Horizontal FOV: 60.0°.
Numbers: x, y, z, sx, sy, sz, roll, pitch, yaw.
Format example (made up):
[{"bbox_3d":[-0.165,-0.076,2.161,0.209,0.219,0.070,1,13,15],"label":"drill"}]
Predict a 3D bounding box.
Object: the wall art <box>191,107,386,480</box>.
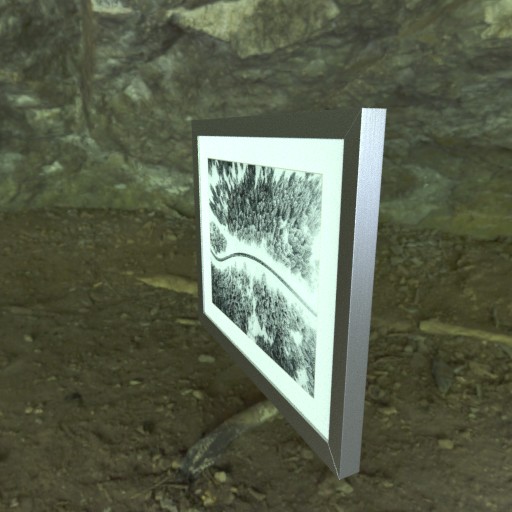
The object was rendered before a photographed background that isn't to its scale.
[{"bbox_3d":[0.000,0.000,0.758,0.032,0.456,0.557,-7,17,-25],"label":"wall art"}]
